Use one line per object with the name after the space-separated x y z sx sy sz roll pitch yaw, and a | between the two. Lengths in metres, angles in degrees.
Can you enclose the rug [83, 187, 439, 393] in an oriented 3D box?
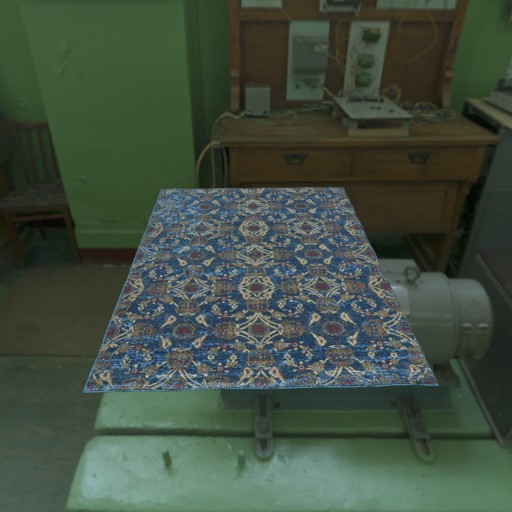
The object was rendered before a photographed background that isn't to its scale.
0.000 0.000 4.297 2.337 0.013 3.291 -1 32 -1 | rug
